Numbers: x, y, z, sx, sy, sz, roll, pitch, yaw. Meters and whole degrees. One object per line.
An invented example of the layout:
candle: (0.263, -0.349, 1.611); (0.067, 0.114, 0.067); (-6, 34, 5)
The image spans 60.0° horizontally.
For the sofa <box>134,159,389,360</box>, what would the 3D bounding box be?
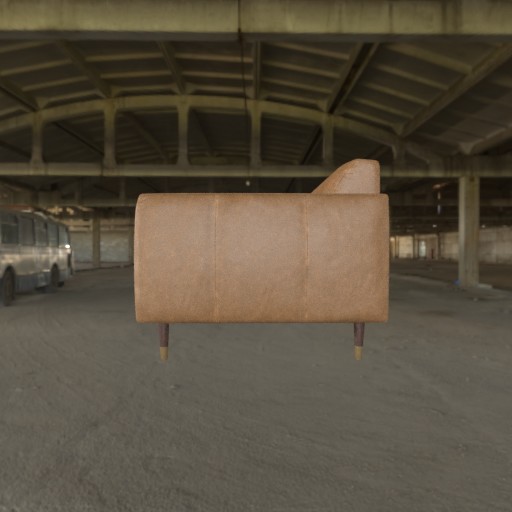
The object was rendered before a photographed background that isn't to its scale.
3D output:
sofa: (0.000, 0.000, 2.771); (0.990, 0.821, 2.291); (0, 1, -1)
